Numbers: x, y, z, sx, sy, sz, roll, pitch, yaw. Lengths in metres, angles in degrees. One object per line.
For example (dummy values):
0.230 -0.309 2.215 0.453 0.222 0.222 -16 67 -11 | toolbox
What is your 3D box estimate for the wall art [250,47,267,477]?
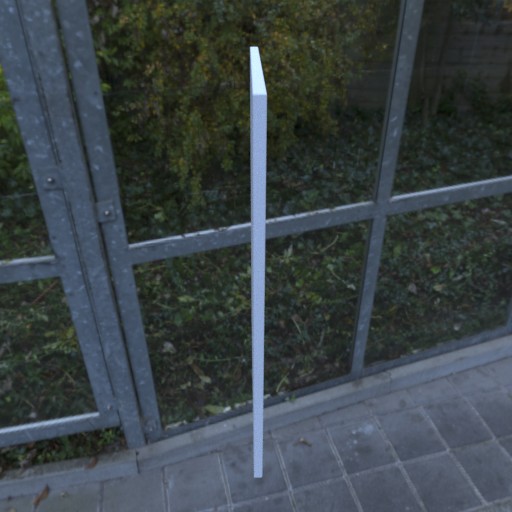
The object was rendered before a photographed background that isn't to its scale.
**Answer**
0.000 0.000 0.599 0.011 0.482 0.329 0 31 -1 | wall art
